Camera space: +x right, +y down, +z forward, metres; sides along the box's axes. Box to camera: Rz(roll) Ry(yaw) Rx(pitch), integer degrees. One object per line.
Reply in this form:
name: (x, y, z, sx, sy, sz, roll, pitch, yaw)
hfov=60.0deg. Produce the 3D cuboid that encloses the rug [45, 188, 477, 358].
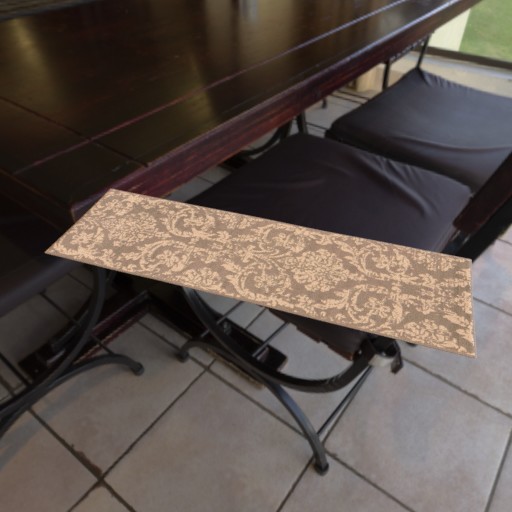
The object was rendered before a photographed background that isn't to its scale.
rug: (0.000, 0.000, 2.378, 2.196, 0.011, 0.662, 12, 43, 13)
